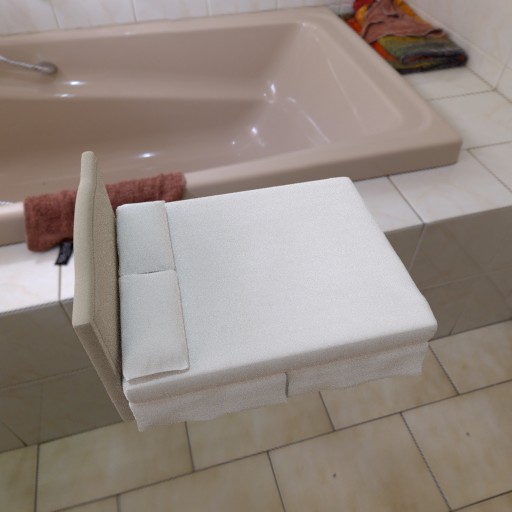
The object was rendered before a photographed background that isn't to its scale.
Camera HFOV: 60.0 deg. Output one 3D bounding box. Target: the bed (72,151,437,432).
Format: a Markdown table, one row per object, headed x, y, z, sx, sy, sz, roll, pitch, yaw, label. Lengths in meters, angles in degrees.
| x | y | z | sx | sy | sz | roll | pitch | yaw | label |
| --- | --- | --- | --- | --- | --- | --- | --- | --- | --- |
| 0.000 | 0.000 | 3.639 | 2.477 | 1.437 | 1.977 | -10 | 48 | -9 | bed |
